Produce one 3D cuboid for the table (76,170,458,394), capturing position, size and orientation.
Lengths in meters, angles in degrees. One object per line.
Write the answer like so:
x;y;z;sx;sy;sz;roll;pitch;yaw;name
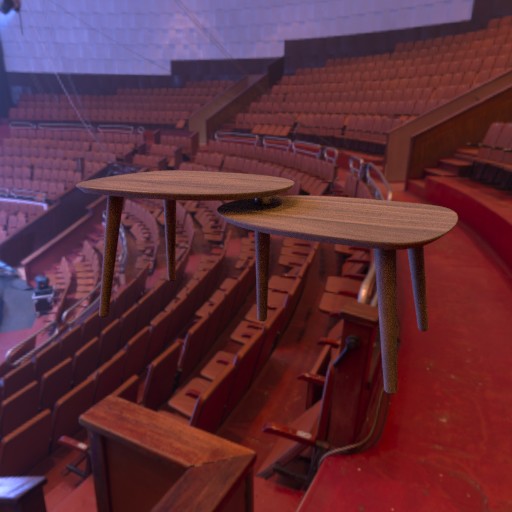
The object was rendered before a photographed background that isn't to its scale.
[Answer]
0.000;0.000;1.349;1.084;0.429;0.527;9;19;27;table
